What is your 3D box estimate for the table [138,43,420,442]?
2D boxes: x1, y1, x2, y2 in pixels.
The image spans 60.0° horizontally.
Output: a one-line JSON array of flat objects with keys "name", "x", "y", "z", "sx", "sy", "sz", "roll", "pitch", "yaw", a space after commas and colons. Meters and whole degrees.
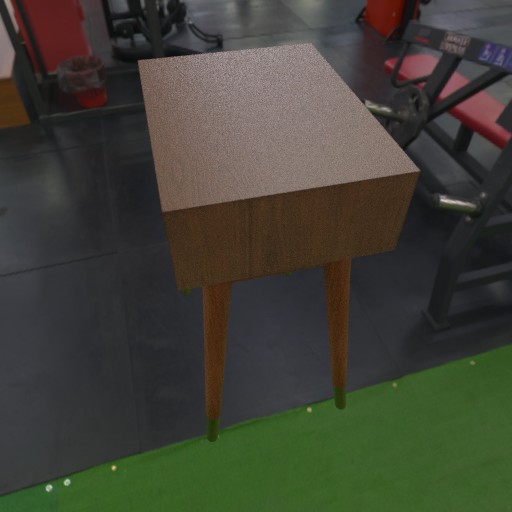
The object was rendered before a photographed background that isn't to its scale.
[{"name": "table", "x": 0.000, "y": 0.000, "z": 0.827, "sx": 0.300, "sy": 0.599, "sz": 0.406, "roll": -10, "pitch": 47, "yaw": -10}]
